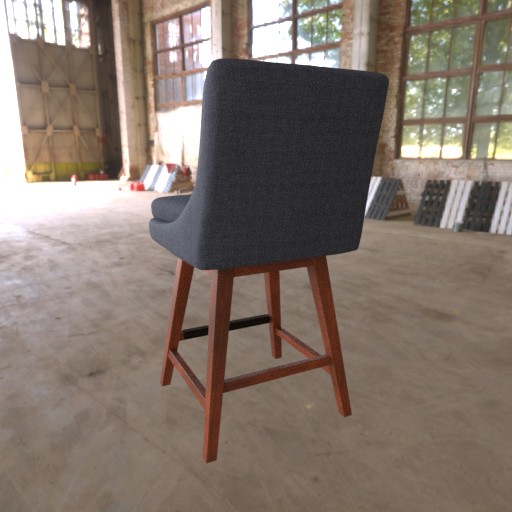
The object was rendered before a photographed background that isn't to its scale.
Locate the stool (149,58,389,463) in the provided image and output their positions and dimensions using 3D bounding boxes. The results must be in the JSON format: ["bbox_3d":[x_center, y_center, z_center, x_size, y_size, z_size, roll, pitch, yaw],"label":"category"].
[{"bbox_3d":[0.000,0.000,1.201,0.467,0.895,0.524,-7,16,-26],"label":"stool"}]
